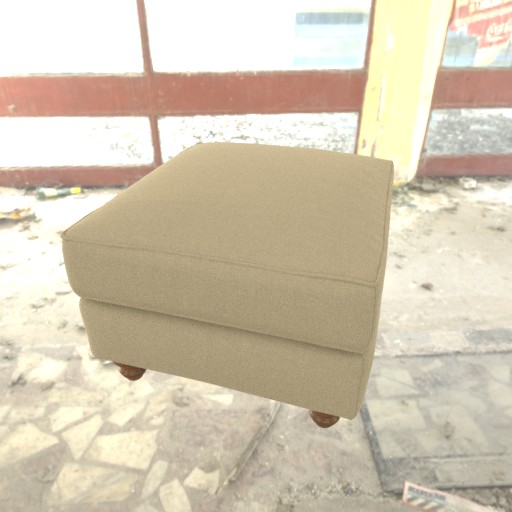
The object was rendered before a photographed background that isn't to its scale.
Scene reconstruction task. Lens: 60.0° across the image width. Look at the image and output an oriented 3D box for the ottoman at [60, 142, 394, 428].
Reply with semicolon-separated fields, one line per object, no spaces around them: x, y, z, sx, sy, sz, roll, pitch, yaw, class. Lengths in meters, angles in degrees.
0.000;0.000;1.173;0.662;0.505;0.716;9;31;15;ottoman
